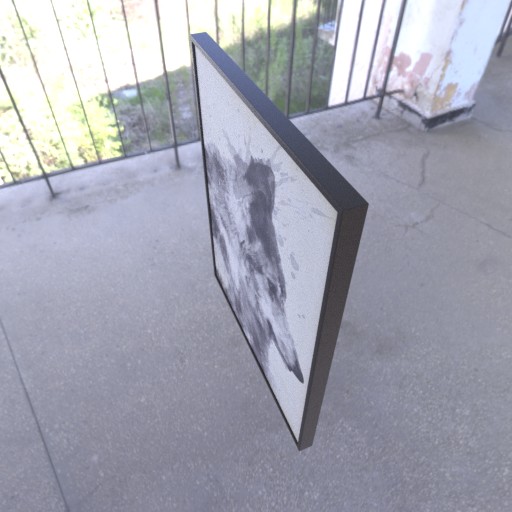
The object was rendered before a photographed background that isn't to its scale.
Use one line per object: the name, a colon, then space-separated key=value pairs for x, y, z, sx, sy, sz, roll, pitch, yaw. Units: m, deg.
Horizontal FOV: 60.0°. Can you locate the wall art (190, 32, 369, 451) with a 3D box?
wall art: x=0.000 y=0.000 z=0.731 sx=0.028 sy=0.551 sz=0.451 roll=-17 pitch=48 yaw=-16
